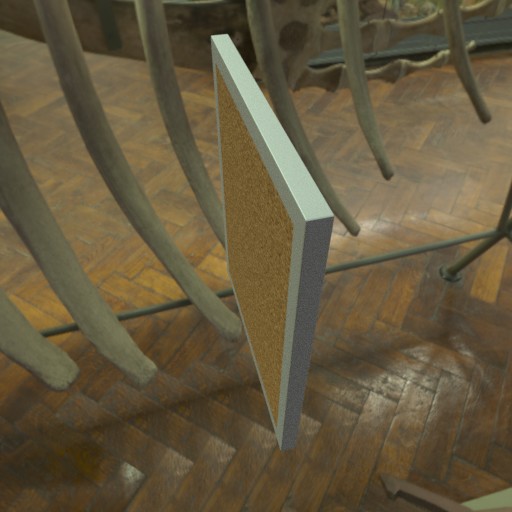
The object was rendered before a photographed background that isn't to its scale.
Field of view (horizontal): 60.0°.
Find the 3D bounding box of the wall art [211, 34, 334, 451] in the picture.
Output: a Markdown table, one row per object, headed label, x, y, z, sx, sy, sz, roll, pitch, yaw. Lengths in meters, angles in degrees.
| label | x | y | z | sx | sy | sz | roll | pitch | yaw |
| --- | --- | --- | --- | --- | --- | --- | --- | --- | --- |
| wall art | 0.000 | 0.000 | 0.751 | 0.028 | 0.556 | 0.454 | -11 | 47 | -10 |
